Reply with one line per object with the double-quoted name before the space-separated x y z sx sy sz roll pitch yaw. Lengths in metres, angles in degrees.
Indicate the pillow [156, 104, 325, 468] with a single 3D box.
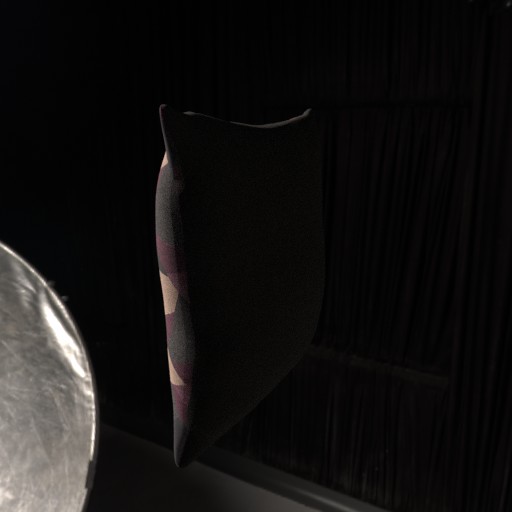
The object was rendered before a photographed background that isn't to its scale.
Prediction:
"pillow" 0.000 0.000 0.768 0.208 0.496 0.503 8 19 25
